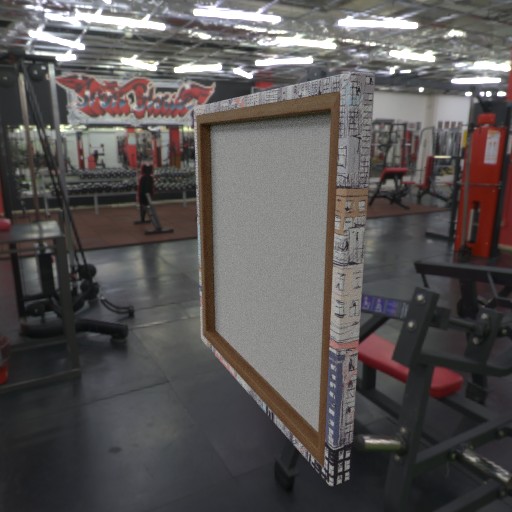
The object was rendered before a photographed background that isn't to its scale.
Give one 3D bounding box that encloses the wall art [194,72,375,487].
[{"bbox_3d":[0.000,0.000,1.113,0.048,0.762,0.761,-7,16,-25],"label":"wall art"}]
